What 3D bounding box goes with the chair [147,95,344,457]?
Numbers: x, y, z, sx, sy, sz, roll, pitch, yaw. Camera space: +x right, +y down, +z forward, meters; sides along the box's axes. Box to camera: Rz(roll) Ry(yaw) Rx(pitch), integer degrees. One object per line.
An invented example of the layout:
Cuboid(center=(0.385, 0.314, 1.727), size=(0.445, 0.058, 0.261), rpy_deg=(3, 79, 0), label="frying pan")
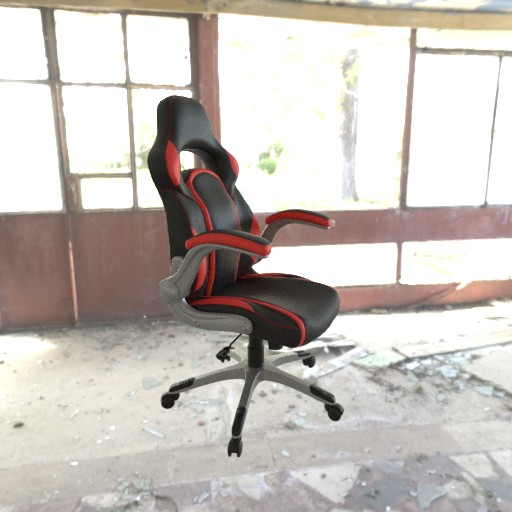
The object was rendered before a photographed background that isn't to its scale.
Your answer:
Cuboid(center=(0.000, 0.000, 1.652), size=(0.712, 1.165, 0.758), rpy_deg=(6, 14, 26), label="chair")
